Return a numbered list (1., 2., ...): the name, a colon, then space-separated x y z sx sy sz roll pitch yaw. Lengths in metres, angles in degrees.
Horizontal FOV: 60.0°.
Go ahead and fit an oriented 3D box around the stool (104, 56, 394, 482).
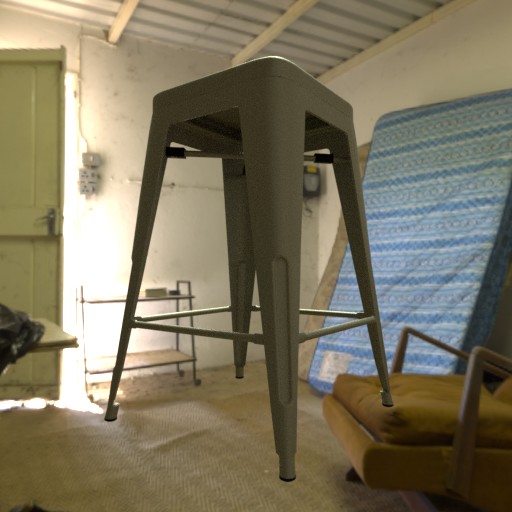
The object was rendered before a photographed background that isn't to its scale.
1. stool: 0.000 0.000 0.867 0.406 0.610 0.406 -1 -2 36
